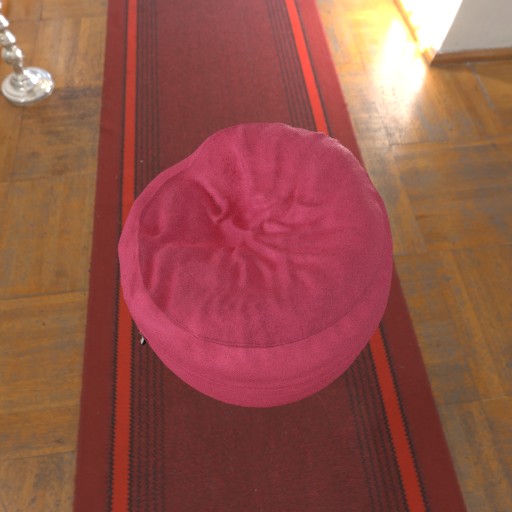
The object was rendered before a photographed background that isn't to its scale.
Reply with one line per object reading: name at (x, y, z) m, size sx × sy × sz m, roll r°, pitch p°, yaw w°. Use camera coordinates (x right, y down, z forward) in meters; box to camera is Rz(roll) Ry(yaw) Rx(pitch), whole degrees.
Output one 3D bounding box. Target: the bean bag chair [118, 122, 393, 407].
bean bag chair at (0.000, 0.000, 2.005) m, size 1.218 × 0.788 × 1.218 m, roll 0°, pitch 62°, yaw 0°
